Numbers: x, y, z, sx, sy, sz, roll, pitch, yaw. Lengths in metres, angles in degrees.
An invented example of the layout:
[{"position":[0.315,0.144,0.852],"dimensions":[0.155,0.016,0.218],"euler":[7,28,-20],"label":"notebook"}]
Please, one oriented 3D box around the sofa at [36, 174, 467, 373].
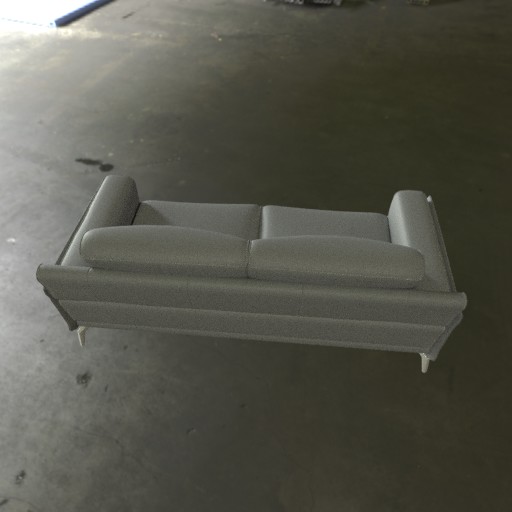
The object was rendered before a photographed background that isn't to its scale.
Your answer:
[{"position":[0.000,0.000,2.544],"dimensions":[2.100,0.900,0.969],"euler":[4,46,3],"label":"sofa"}]
